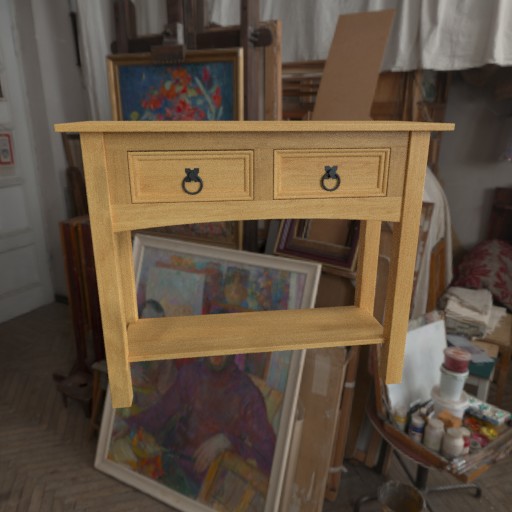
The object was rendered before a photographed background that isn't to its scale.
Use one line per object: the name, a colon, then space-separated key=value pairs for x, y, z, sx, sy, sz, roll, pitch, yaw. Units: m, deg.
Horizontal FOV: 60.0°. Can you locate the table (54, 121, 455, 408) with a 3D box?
table: x=0.000 y=0.000 z=1.256 sx=0.900 sy=0.728 sz=0.340 roll=-3 pitch=18 yaw=-8
